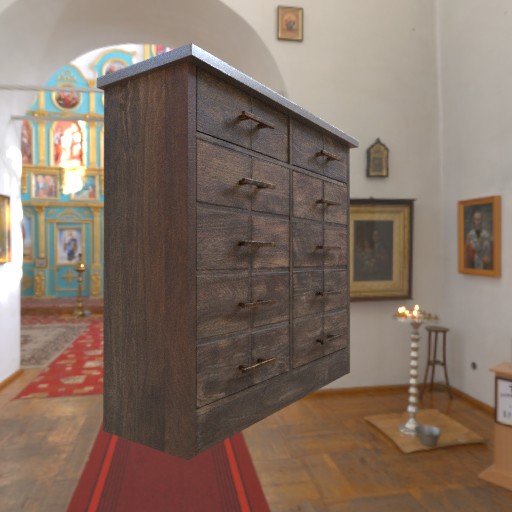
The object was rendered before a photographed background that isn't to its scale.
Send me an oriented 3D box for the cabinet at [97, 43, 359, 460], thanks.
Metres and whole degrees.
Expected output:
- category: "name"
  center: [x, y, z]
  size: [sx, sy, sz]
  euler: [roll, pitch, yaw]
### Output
- category: "cabinet"
  center: [0.000, 0.000, 1.449]
  size: [0.338, 0.919, 0.968]
  euler: [0, -1, 34]
